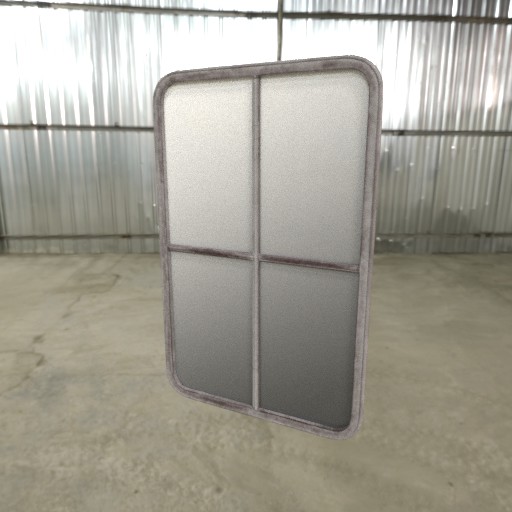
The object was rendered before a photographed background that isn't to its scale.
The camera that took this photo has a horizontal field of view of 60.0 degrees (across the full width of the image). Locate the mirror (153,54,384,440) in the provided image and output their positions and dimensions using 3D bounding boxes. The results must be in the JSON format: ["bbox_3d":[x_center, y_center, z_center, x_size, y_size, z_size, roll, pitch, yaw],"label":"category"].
[{"bbox_3d":[0.000,0.000,0.881,0.461,0.713,0.024,6,15,25],"label":"mirror"}]
